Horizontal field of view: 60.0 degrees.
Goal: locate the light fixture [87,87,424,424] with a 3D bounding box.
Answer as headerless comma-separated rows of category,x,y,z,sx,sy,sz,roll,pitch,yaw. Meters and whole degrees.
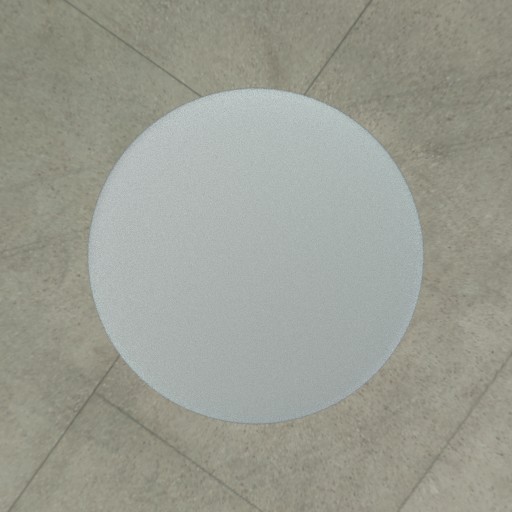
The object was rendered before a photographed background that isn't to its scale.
light fixture,0.000,0.000,0.628,0.393,0.229,0.393,0,90,1
